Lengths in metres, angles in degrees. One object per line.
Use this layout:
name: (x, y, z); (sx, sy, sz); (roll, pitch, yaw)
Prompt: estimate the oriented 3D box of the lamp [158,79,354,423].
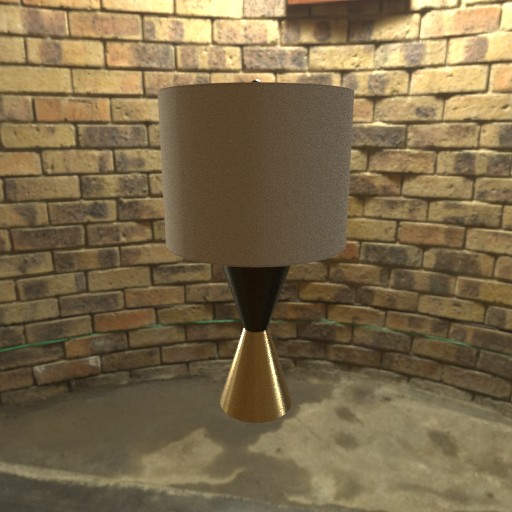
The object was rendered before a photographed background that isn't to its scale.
lamp: (0.000, 0.000, 0.771); (0.304, 0.573, 0.304); (-8, 17, -26)
